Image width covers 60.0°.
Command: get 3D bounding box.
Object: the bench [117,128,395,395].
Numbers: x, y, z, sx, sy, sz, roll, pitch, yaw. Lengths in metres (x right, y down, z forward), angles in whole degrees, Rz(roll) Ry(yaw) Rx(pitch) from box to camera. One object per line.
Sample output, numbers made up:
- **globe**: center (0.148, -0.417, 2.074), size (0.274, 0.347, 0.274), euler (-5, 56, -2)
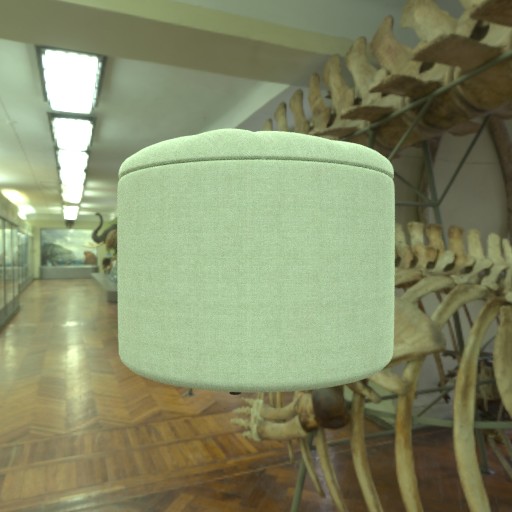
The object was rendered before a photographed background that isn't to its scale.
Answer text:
- **bench**: center (0.000, 0.000, 1.005), size (0.600, 0.453, 0.600), euler (0, 1, 0)
